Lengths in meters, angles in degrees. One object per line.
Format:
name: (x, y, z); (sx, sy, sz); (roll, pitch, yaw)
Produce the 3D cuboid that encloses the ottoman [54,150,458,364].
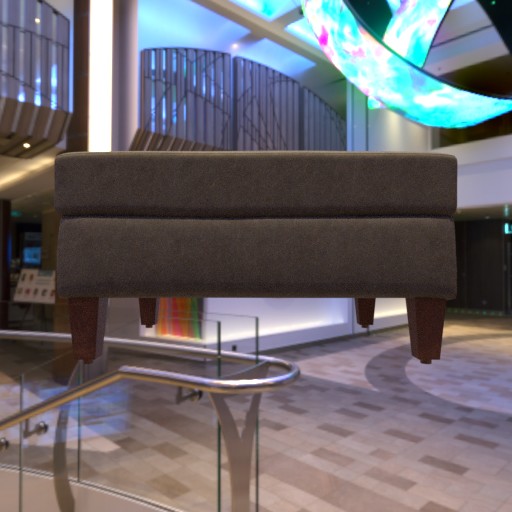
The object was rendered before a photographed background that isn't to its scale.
ottoman: (0.000, 0.000, 1.209); (0.839, 0.464, 0.639); (0, -1, 0)
